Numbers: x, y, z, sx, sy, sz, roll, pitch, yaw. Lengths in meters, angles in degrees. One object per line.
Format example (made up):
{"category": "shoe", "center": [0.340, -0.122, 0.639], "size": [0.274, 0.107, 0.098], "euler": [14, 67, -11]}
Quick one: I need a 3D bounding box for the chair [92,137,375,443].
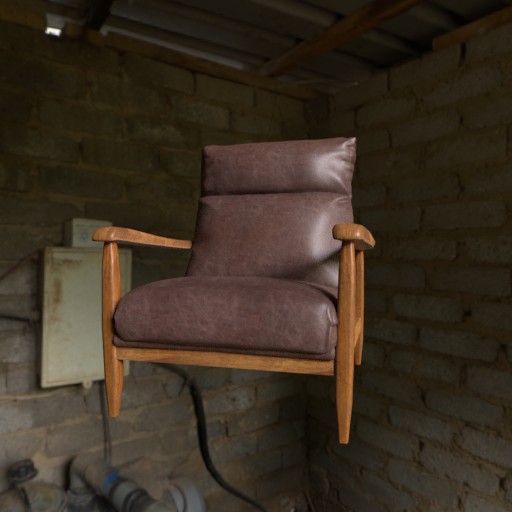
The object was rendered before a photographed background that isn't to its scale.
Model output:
{"category": "chair", "center": [0.000, 0.000, 1.508], "size": [0.782, 0.897, 0.830], "euler": [0, 1, 15]}
